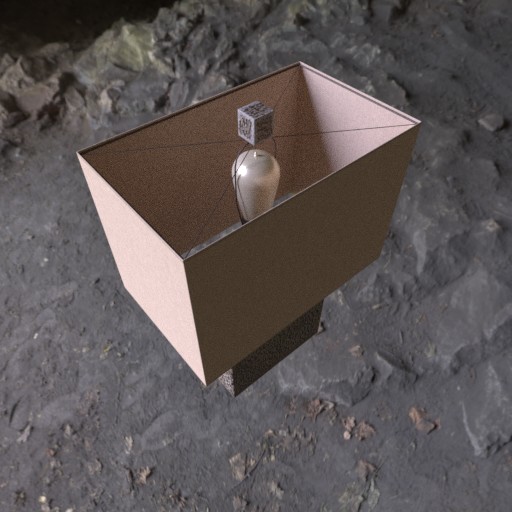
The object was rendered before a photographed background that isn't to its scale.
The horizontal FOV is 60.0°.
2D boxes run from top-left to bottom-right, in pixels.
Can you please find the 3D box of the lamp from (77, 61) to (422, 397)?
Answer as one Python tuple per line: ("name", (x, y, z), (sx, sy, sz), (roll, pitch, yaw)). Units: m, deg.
("lamp", (0.000, 0.000, 0.569), (0.294, 0.411, 0.180), (-32, 56, -26))
